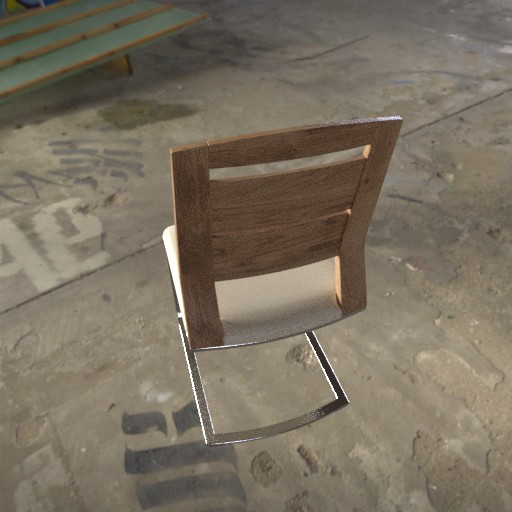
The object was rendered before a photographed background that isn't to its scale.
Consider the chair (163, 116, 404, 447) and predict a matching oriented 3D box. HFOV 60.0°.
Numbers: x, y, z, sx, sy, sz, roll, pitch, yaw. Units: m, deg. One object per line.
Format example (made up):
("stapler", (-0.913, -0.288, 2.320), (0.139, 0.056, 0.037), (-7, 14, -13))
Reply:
("chair", (0.000, 0.000, 1.208), (0.457, 0.955, 0.561), (-11, 43, -13))
